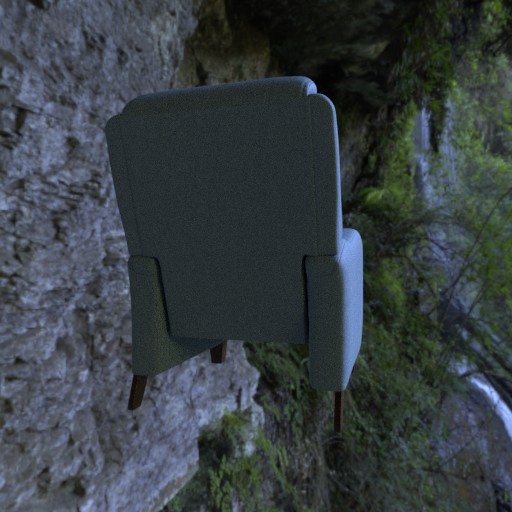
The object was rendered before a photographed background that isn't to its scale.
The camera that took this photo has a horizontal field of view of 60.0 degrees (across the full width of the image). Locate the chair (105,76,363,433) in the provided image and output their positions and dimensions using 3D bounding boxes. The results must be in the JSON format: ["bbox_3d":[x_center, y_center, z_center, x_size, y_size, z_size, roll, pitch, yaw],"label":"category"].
[{"bbox_3d":[0.000,0.000,1.752,0.785,1.067,0.988,0,-1,16],"label":"chair"}]
